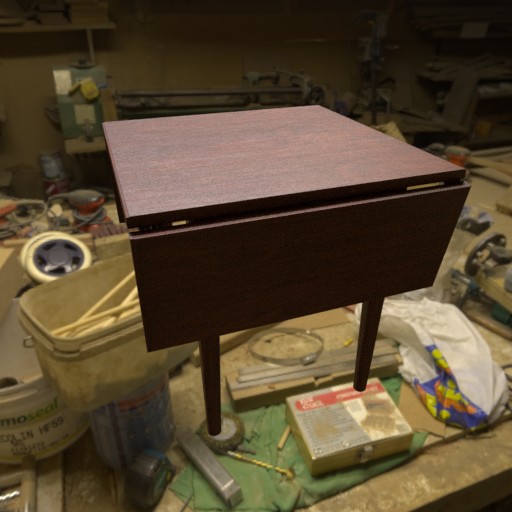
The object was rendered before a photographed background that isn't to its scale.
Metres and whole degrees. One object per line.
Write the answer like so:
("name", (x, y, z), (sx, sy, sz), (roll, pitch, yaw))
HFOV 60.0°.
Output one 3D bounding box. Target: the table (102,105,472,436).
("table", (0.000, 0.000, 1.472), (0.812, 0.763, 0.843), (-10, 32, -17))
